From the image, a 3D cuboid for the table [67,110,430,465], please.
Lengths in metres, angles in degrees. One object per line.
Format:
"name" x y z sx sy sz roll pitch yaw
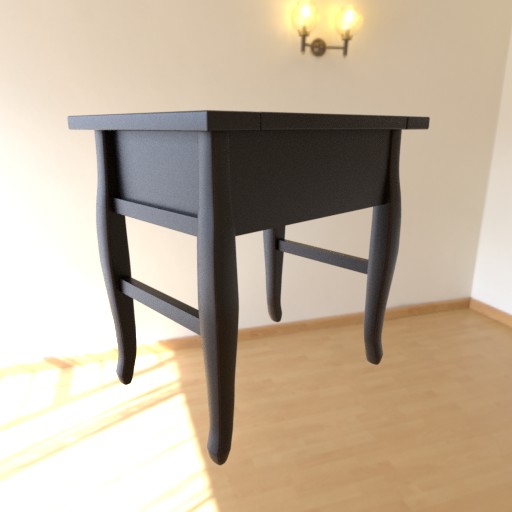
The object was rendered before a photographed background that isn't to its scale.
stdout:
"table" 0.000 0.000 1.004 0.602 0.604 0.460 -15 22 -41
